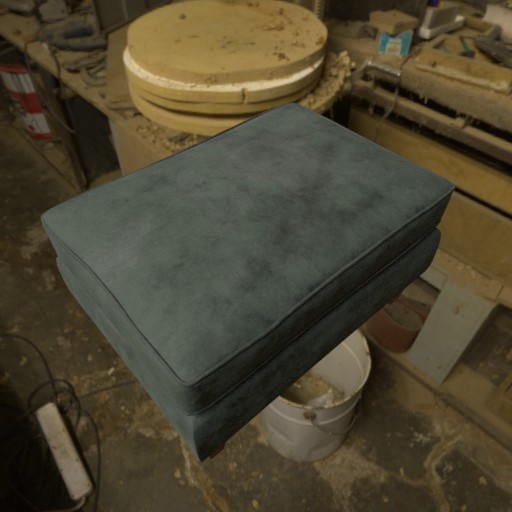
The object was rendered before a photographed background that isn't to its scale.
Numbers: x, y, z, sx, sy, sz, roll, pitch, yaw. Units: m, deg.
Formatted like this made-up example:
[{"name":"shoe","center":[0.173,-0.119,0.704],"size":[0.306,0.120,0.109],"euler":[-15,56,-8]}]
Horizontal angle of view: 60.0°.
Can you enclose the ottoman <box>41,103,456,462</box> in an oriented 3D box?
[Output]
[{"name":"ottoman","center":[0.000,0.000,1.220],"size":[0.864,0.495,0.632],"euler":[-32,54,-27]}]
